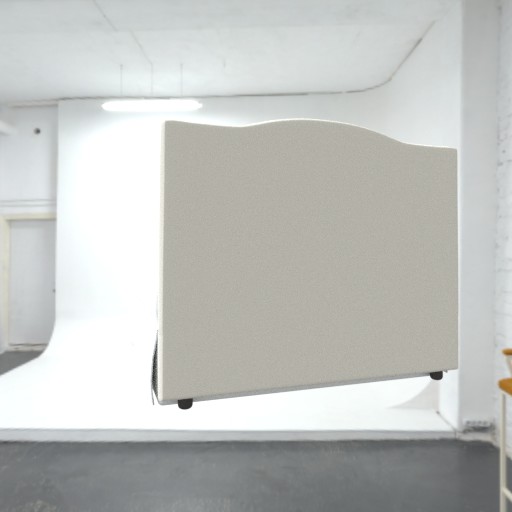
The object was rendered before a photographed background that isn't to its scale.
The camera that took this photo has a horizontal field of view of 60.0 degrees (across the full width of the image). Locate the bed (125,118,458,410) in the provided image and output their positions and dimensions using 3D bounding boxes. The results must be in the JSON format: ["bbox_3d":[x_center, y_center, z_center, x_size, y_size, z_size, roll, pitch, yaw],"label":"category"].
[{"bbox_3d":[0.000,0.000,3.371,1.821,1.436,2.282,0,0,-19],"label":"bed"}]
